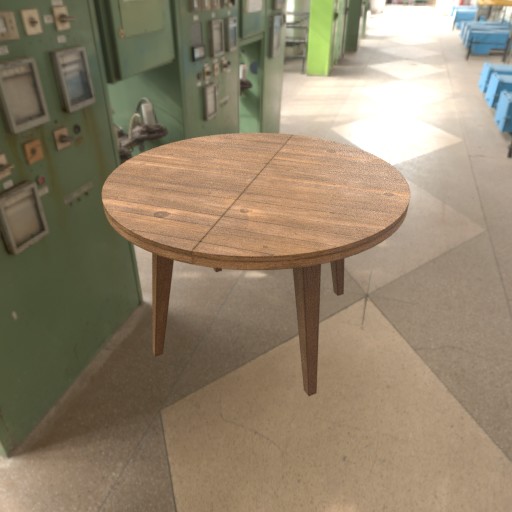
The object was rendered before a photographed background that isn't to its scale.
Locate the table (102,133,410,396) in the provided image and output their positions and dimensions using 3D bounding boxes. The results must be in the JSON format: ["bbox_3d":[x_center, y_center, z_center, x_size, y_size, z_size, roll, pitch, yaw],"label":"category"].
[{"bbox_3d":[0.000,0.000,2.020,1.213,0.764,1.213,0,32,0],"label":"table"}]
